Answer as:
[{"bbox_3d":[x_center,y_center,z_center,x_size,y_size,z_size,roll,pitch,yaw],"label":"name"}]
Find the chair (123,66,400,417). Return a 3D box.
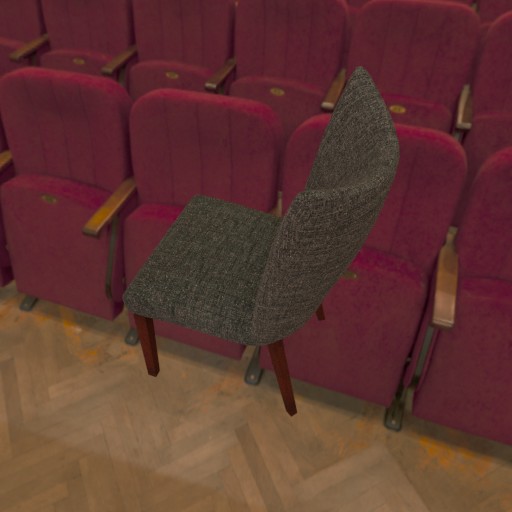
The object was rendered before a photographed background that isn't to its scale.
[{"bbox_3d":[0.000,0.000,1.262,0.623,0.924,0.535,14,48,13],"label":"chair"}]
